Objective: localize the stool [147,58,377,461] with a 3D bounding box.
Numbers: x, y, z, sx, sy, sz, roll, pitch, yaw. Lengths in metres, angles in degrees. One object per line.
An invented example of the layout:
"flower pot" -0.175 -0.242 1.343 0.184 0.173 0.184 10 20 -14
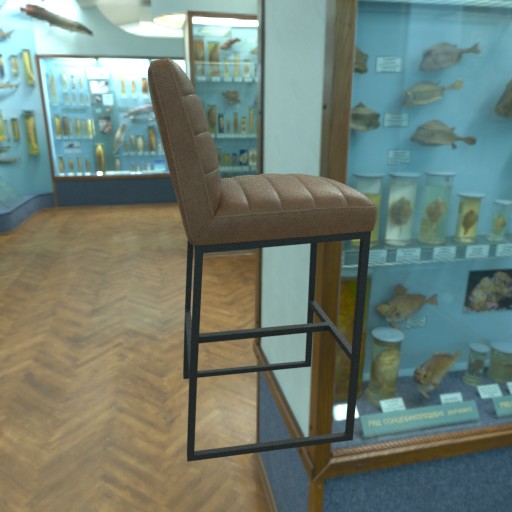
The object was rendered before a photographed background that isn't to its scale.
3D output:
"stool" 0.000 0.000 1.327 0.556 1.040 0.458 -3 17 -10
